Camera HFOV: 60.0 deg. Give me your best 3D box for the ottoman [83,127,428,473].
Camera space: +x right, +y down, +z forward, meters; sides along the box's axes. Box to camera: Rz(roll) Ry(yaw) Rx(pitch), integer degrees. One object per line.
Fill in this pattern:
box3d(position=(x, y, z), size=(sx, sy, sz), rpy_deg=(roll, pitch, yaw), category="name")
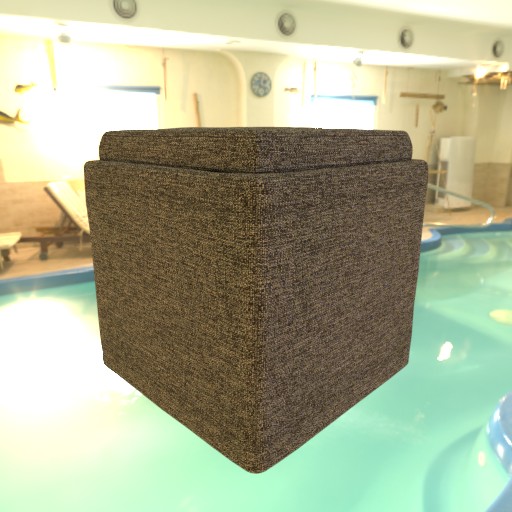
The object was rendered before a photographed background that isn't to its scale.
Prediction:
box3d(position=(0.000, 0.000, 0.829), size=(0.450, 0.463, 0.450), rpy_deg=(15, 22, 43), category="ottoman")
